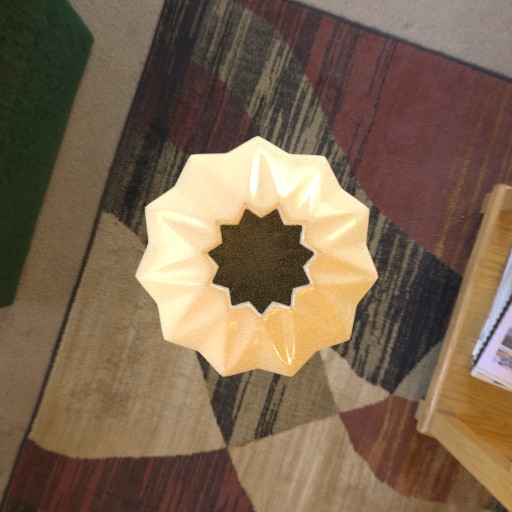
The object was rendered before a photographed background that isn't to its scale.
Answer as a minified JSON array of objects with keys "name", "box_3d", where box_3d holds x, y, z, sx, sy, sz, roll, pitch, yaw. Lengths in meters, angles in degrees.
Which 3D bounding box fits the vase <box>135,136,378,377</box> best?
[{"name":"vase","box_3d":[0.000,0.000,0.255,0.139,0.134,0.139,0,91,-1]}]
